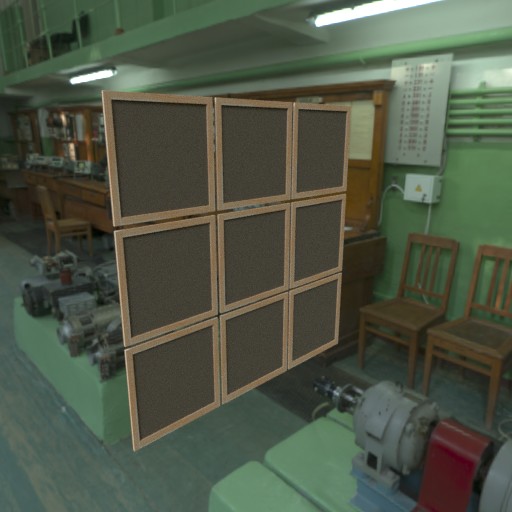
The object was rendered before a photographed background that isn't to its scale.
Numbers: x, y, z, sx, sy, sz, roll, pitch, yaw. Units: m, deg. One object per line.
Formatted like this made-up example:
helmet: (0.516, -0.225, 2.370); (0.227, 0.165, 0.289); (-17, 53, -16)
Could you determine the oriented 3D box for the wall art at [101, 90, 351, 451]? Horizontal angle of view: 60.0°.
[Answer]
wall art: (0.000, 0.000, 1.833); (1.216, 1.218, 0.013); (-15, 21, -42)
